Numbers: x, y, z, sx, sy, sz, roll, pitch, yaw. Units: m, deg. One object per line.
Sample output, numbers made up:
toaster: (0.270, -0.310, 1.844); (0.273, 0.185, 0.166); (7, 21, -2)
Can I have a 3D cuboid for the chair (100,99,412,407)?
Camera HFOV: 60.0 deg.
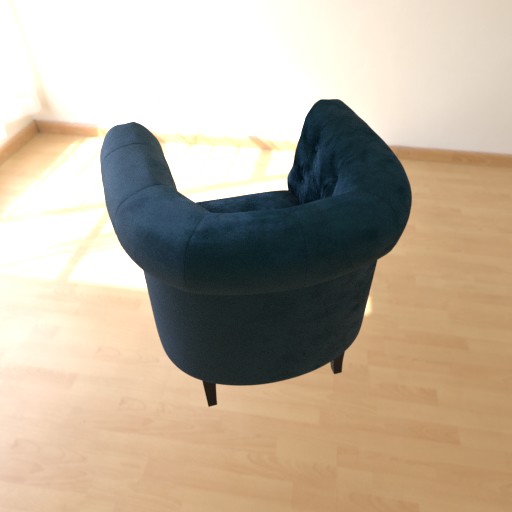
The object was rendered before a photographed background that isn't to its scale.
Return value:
chair: (0.000, 0.000, 1.556); (0.904, 0.826, 0.851); (-11, 43, -12)
